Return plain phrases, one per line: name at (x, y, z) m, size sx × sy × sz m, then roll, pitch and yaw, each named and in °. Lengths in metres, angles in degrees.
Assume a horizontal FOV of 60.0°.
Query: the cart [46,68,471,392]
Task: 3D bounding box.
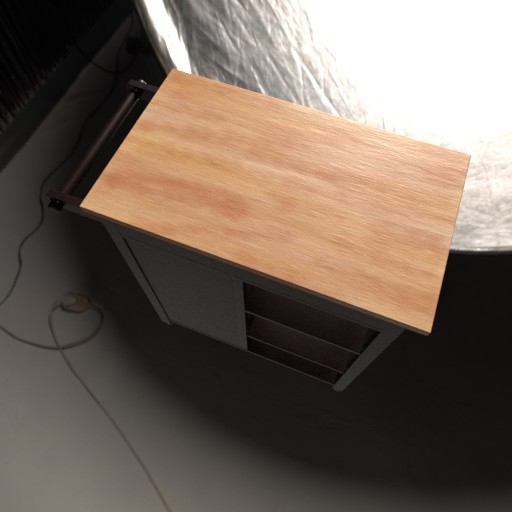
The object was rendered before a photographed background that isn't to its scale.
cart at (0.000, 0.000, 1.425) m, size 0.914 × 0.878 × 0.472 m, roll 20°, pitch 65°, yaw 9°
